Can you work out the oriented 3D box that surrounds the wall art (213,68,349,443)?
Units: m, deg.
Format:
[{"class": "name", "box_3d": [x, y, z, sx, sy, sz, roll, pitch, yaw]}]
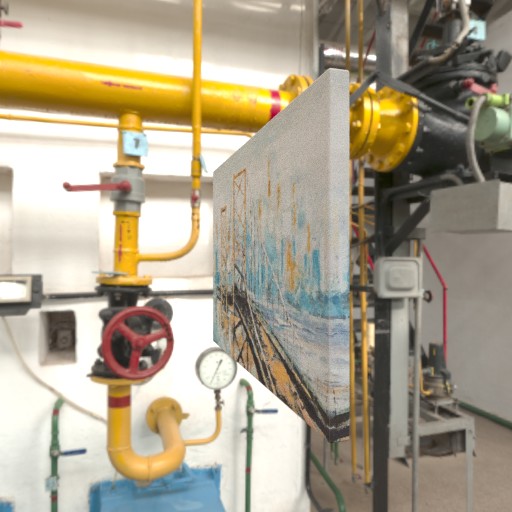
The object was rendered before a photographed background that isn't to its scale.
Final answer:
[{"class": "wall art", "box_3d": [0.000, 0.000, 1.157, 0.038, 0.609, 0.913, 0, 0, -17]}]
